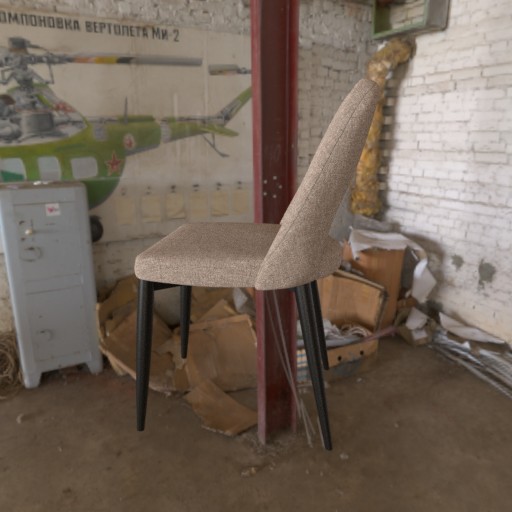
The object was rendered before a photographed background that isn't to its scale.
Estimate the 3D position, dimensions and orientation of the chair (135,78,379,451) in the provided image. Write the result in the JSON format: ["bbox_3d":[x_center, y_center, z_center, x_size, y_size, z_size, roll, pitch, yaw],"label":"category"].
[{"bbox_3d":[0.000,0.000,1.275,0.612,0.931,0.470,2,16,8],"label":"chair"}]
